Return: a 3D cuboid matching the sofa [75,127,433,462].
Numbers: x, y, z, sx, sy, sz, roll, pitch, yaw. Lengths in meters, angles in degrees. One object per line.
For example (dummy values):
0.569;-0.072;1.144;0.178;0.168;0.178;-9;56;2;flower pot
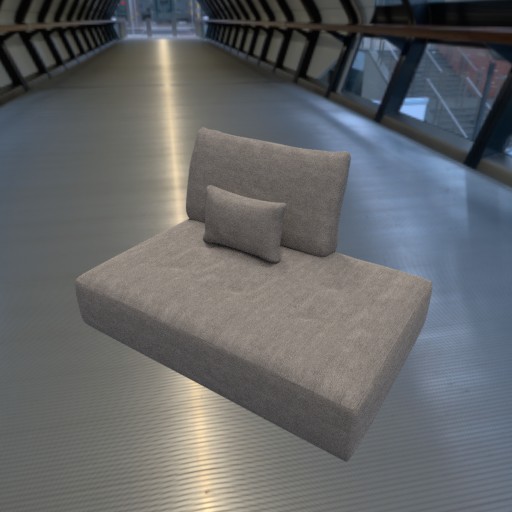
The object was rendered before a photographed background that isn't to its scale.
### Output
0.000;0.000;2.038;1.450;0.820;1.002;18;34;29;sofa
